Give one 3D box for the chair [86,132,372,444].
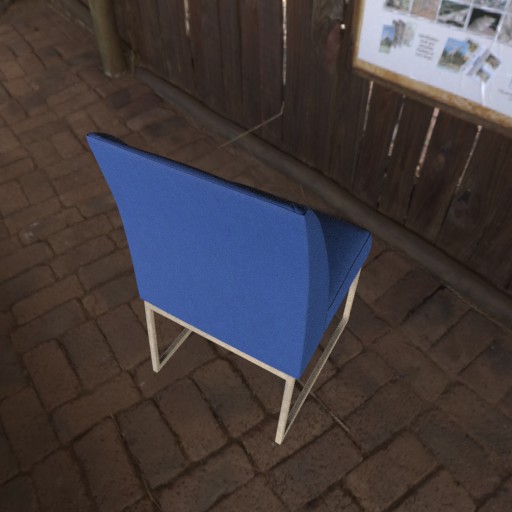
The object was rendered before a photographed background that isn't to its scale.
[{"bbox_3d":[0.000,0.000,1.217,0.508,0.863,0.522,23,50,21],"label":"chair"}]
